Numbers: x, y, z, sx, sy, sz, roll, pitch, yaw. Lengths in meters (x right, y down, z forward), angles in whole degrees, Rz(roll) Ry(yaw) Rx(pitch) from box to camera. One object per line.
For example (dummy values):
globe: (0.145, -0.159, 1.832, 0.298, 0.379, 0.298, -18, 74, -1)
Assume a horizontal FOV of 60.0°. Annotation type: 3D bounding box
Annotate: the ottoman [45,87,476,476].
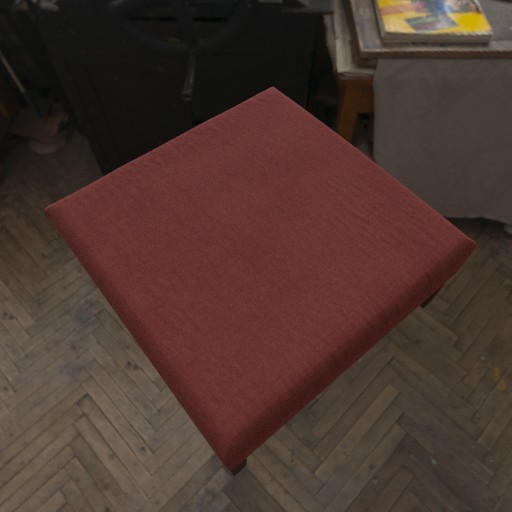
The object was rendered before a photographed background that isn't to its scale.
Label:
ottoman: (0.000, 0.000, 1.405, 0.889, 0.411, 0.890, -35, 64, -19)
